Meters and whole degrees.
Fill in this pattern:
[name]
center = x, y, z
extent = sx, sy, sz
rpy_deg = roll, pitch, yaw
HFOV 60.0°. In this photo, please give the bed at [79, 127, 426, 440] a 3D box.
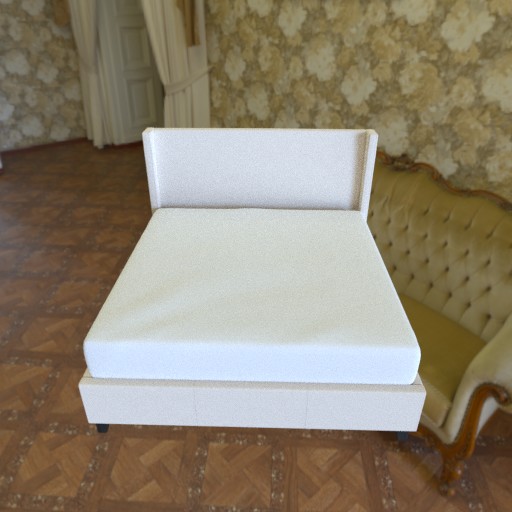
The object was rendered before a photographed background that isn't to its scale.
[bed]
center = 0.000, 0.000, 3.544
extent = 2.145, 1.471, 2.293
rpy_deg = 1, 30, 1
